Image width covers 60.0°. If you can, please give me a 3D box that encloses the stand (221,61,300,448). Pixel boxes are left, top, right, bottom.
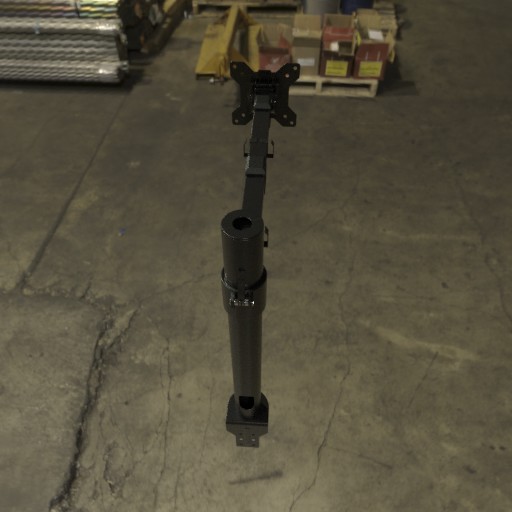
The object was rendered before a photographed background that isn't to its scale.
[{"bbox_3d":[0.000,0.000,0.719,0.115,0.510,0.456,3,48,2],"label":"stand"}]
